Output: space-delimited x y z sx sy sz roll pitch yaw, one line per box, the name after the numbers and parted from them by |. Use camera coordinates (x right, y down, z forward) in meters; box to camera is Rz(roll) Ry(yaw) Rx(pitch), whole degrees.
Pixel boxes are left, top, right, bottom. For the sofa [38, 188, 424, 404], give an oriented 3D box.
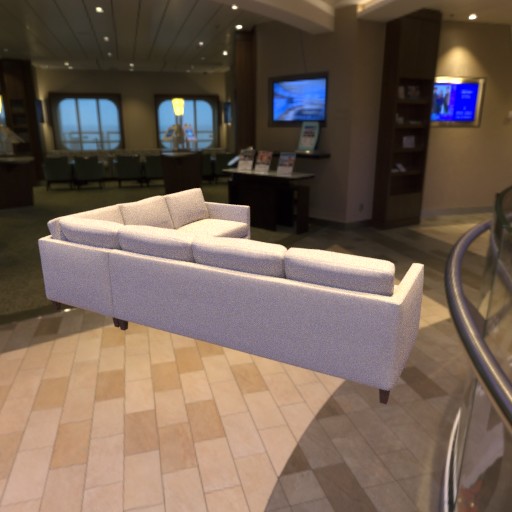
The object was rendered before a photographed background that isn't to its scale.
0.000 0.000 4.477 3.333 0.934 2.522 9 19 27 | sofa
